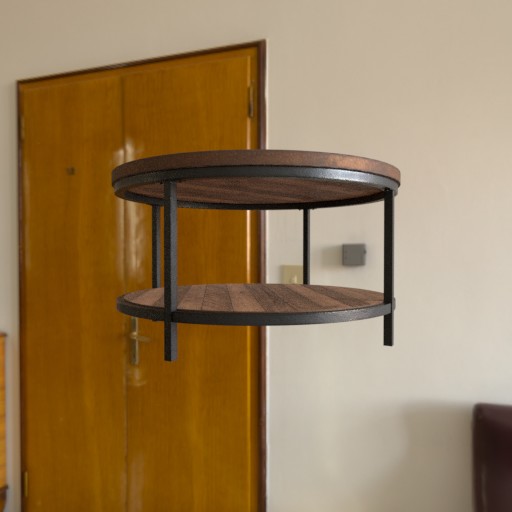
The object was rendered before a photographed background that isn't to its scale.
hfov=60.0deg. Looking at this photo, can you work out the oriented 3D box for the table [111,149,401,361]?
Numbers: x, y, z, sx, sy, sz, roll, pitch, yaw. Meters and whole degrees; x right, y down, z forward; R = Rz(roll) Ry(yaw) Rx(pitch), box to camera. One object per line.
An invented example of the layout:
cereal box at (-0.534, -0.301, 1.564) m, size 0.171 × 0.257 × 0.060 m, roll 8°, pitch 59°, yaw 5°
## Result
table at (0.000, 0.000, 1.353) m, size 0.837 × 0.462 × 0.837 m, roll 0°, pitch 1°, yaw 0°
